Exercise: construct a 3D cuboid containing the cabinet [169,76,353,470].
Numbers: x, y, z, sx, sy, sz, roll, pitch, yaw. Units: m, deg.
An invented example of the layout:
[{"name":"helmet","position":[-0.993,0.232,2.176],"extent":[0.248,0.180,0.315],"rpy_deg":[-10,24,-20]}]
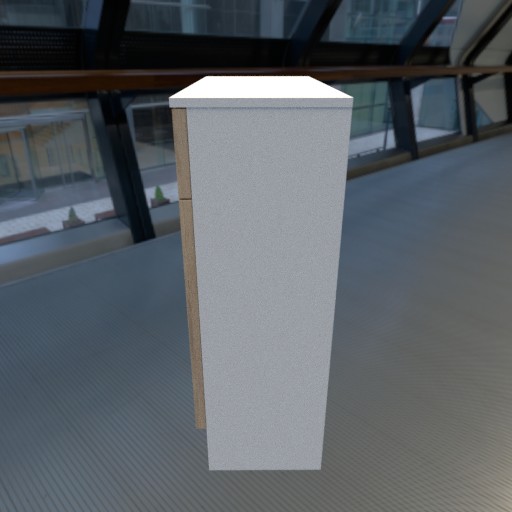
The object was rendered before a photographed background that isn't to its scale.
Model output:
[{"name":"cabinet","position":[0.000,0.000,1.124],"extent":[0.296,0.815,0.600],"rpy_deg":[0,25,0]}]
